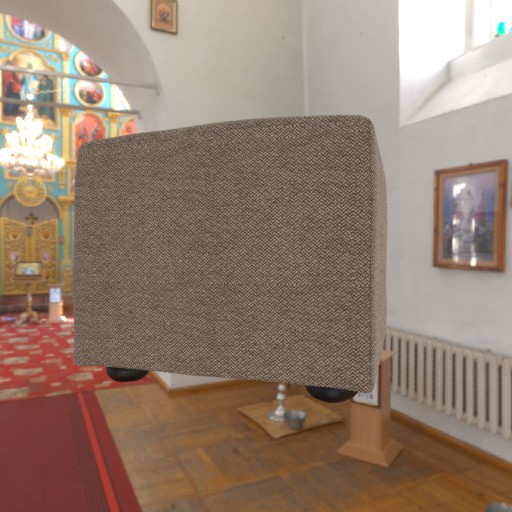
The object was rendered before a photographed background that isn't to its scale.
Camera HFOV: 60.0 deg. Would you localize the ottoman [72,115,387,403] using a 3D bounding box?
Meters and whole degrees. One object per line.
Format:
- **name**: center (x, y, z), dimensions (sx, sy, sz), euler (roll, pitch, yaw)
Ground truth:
- **ottoman**: center (0.000, 0.000, 0.925), dimensions (0.512, 0.453, 0.519), euler (0, 0, 18)
